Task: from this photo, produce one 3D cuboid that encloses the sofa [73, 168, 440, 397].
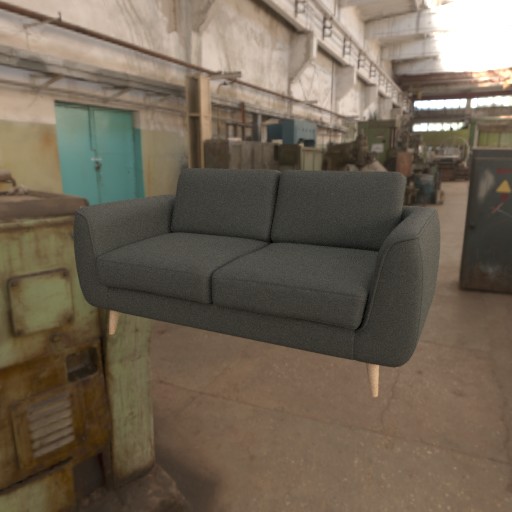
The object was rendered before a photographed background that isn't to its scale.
[{"bbox_3d":[0.000,0.000,2.269,1.700,0.850,0.920,6,15,26],"label":"sofa"}]
